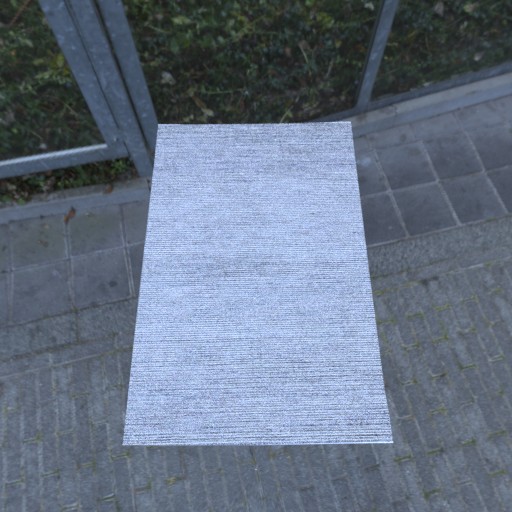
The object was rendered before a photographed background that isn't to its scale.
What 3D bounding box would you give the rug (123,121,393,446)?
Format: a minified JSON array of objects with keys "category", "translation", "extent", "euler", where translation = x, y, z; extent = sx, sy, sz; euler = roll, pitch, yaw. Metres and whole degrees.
[{"category":"rug","translation":[0.000,0.000,2.274],"extent":[1.159,0.021,1.789],"euler":[0,64,0]}]
